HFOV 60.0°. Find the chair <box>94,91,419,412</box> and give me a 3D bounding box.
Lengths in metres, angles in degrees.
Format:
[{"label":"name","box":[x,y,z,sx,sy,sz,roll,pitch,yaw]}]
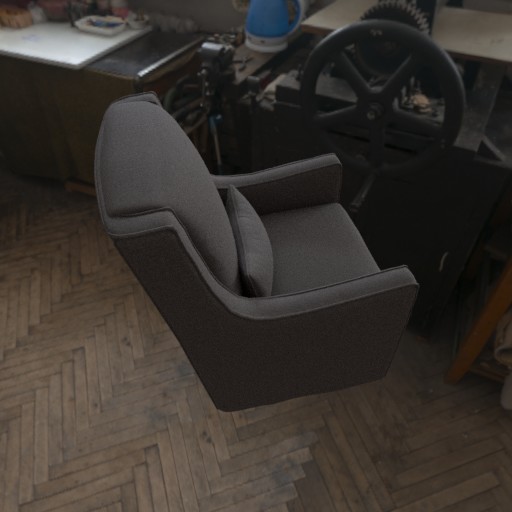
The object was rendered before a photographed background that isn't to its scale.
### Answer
[{"label":"chair","box":[0.000,0.000,1.567,0.879,0.993,0.732,-9,46,-9]}]
